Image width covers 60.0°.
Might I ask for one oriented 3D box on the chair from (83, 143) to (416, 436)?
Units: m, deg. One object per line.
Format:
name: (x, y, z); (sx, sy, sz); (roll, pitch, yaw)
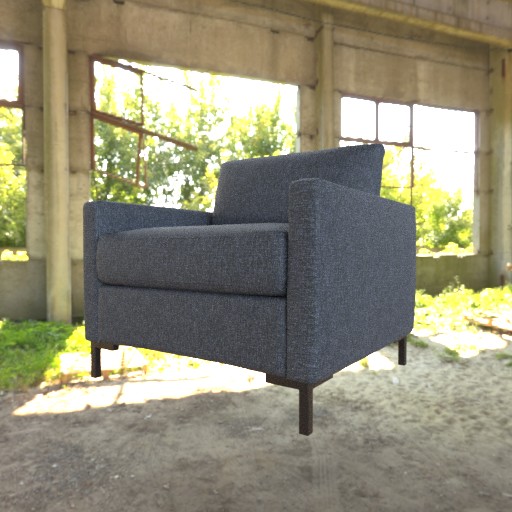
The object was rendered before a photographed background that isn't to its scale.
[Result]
chair: (0.000, 0.000, 1.649); (0.963, 0.861, 0.866); (1, 1, 35)
